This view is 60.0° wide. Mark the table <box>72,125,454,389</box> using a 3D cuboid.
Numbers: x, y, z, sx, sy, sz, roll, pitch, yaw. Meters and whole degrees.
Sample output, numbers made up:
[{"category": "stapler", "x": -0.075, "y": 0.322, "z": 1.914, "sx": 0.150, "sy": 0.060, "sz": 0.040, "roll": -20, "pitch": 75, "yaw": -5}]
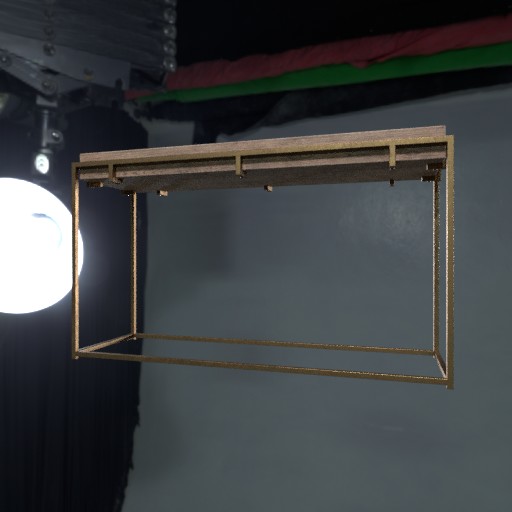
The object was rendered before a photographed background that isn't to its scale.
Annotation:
[{"category": "table", "x": 0.000, "y": 0.000, "z": 1.773, "sx": 1.400, "sy": 0.820, "sz": 0.440, "roll": 0, "pitch": 0, "yaw": 17}]
